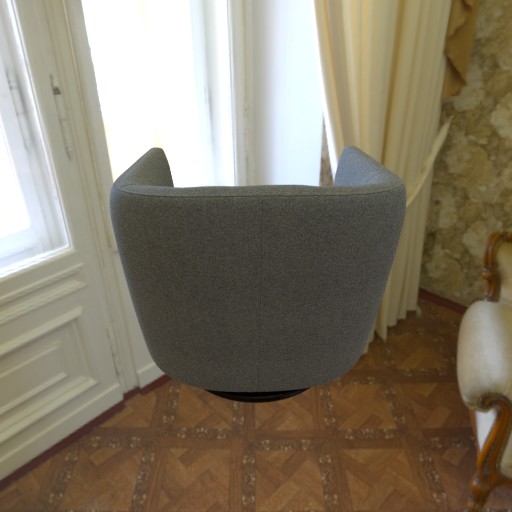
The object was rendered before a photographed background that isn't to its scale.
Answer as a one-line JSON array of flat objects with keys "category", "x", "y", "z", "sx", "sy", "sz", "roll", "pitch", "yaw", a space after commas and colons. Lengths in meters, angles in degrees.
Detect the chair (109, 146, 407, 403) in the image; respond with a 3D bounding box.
[{"category": "chair", "x": 0.000, "y": 0.000, "z": 1.602, "sx": 0.822, "sy": 0.861, "sz": 0.986, "roll": -1, "pitch": 29, "yaw": -1}]
